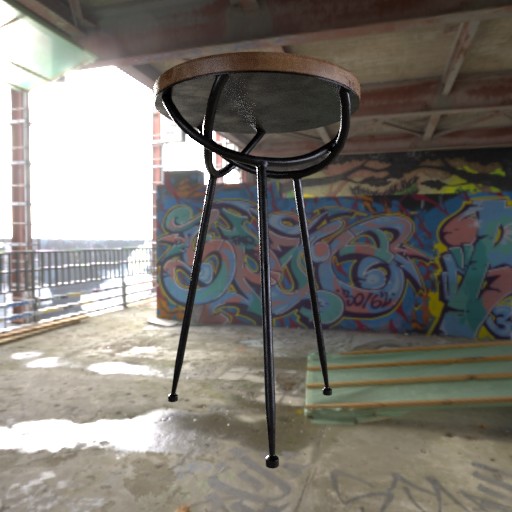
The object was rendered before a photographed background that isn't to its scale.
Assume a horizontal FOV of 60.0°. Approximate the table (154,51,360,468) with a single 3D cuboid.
[{"bbox_3d":[0.000,0.000,0.919,0.418,0.664,0.414,2,3,36],"label":"table"}]
